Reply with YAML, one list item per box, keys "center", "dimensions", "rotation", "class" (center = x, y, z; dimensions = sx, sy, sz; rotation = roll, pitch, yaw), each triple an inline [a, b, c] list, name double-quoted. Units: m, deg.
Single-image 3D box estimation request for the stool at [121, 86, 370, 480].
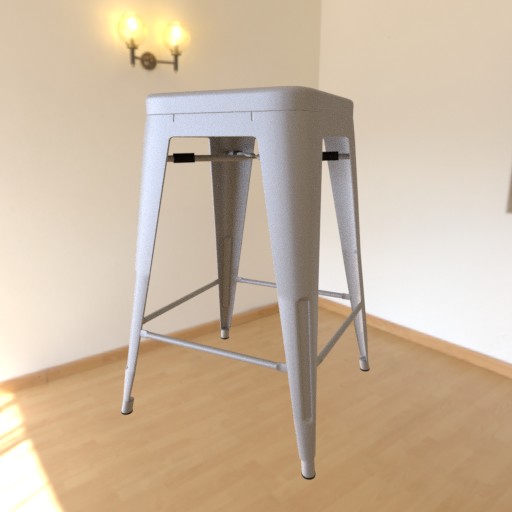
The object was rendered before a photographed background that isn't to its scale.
- center: [0.000, 0.000, 0.899]
  dimensions: [0.410, 0.608, 0.410]
  rotation: [7, 16, 26]
  class: "stool"
